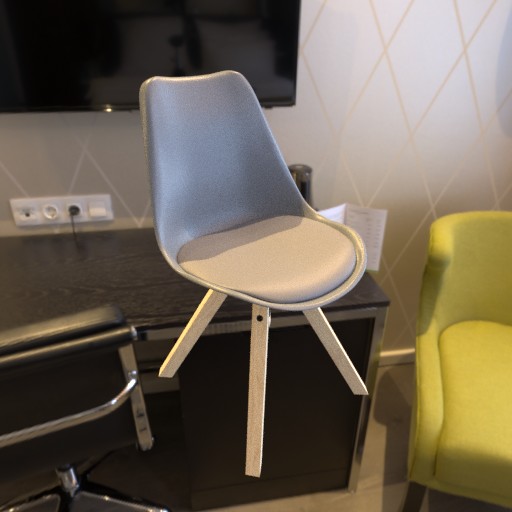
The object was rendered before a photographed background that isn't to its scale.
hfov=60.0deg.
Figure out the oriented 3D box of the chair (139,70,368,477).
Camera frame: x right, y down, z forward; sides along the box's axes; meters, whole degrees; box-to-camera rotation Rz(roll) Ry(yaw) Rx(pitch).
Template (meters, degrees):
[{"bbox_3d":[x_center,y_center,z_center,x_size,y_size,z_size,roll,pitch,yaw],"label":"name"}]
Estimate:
[{"bbox_3d":[0.000,0.000,1.160,0.485,0.850,0.550,-21,35,-34],"label":"chair"}]
